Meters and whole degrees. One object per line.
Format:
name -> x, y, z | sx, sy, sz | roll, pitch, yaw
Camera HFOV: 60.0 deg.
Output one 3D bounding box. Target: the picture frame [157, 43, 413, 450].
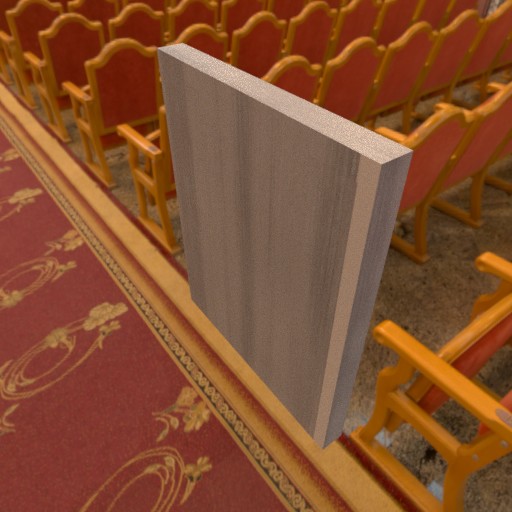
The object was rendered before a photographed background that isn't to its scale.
picture frame -> 0.000, 0.000, 0.735 | 0.046, 0.555, 0.449 | -26, 47, -27
